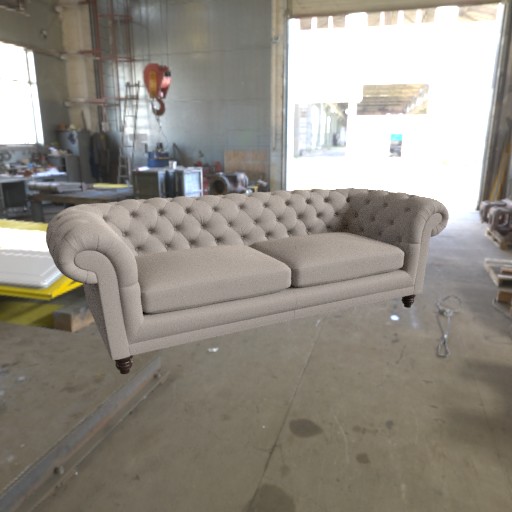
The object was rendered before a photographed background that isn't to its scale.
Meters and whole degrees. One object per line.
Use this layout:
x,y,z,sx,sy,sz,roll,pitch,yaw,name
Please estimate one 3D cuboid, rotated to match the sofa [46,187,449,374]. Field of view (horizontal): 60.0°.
0.000,0.000,2.854,2.411,0.749,0.991,-8,17,-27,sofa
